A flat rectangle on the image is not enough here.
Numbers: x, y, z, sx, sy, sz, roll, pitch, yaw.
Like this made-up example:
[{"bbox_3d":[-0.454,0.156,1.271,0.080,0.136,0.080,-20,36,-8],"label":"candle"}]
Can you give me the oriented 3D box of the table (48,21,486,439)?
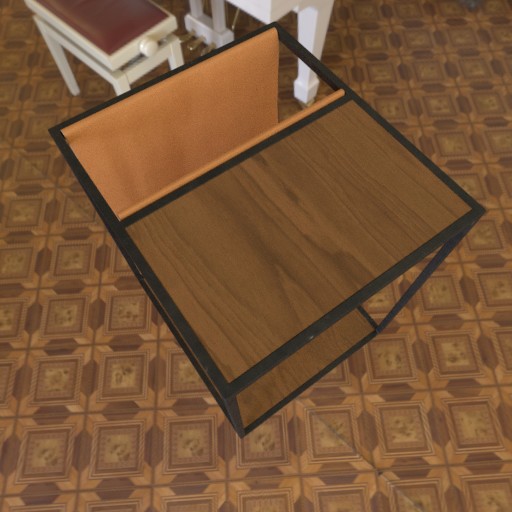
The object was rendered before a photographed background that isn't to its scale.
[{"bbox_3d":[0.000,0.000,0.827,0.399,0.536,0.450,-33,68,-15],"label":"table"}]
